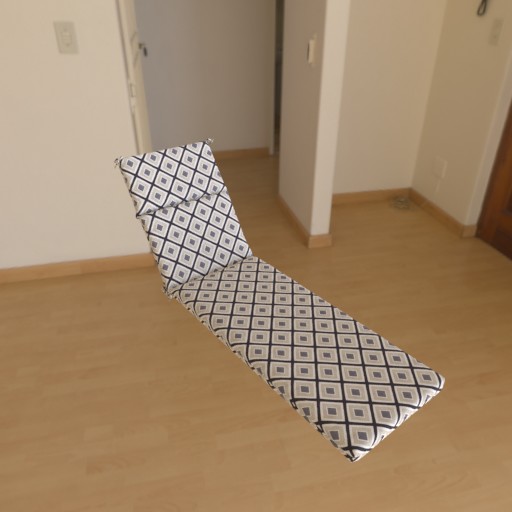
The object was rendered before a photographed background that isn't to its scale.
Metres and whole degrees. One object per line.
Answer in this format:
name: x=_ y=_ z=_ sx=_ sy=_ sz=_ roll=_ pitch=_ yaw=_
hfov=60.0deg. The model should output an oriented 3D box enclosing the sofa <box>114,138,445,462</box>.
sofa: x=0.000 y=0.000 z=1.958 sx=0.582 sy=0.622 sz=1.663 roll=-22 pitch=37 yaw=-32
